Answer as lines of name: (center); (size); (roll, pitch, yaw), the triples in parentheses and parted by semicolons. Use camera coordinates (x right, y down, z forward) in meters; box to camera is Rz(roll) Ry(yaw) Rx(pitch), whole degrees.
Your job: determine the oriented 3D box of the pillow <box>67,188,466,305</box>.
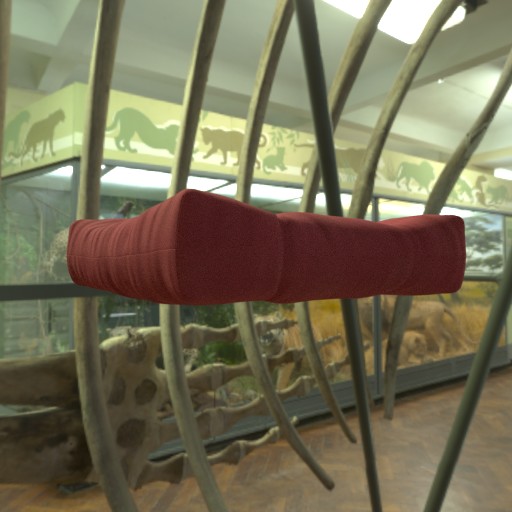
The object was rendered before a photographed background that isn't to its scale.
pillow: (0.000, 0.000, 0.716); (0.490, 0.128, 0.468); (1, -1, -35)
